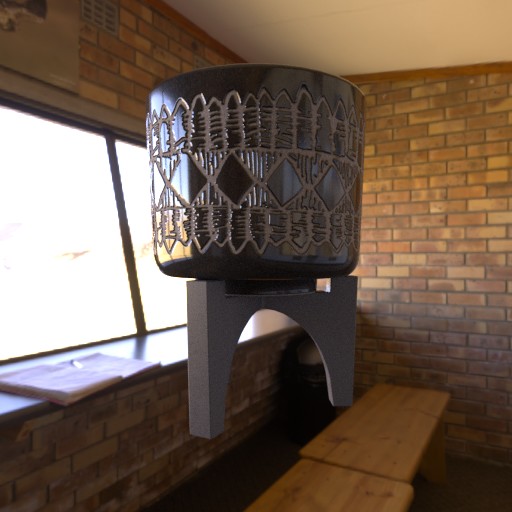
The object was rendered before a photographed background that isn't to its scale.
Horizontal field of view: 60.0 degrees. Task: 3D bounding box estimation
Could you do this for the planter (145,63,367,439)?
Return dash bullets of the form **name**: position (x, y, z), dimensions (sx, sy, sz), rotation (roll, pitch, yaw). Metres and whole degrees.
- **planter**: position (0.000, 0.000, 0.266), dimensions (0.129, 0.177, 0.129), rotation (0, 0, 0)
